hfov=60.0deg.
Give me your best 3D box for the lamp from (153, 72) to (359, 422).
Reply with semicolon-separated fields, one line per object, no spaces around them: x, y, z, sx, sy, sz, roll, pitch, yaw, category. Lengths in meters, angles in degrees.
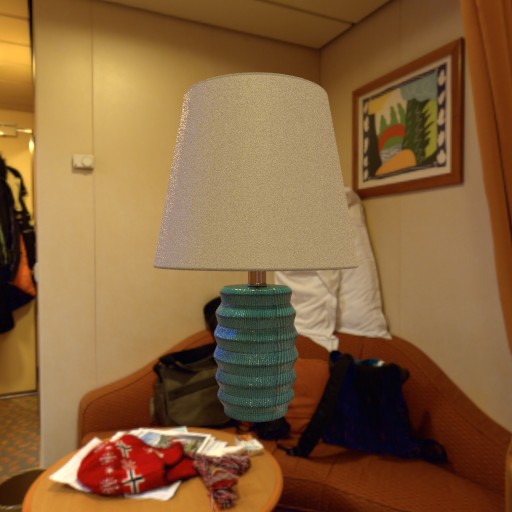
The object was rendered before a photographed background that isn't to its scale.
0.000;0.000;0.562;0.254;0.392;0.254;0;1;0;lamp
